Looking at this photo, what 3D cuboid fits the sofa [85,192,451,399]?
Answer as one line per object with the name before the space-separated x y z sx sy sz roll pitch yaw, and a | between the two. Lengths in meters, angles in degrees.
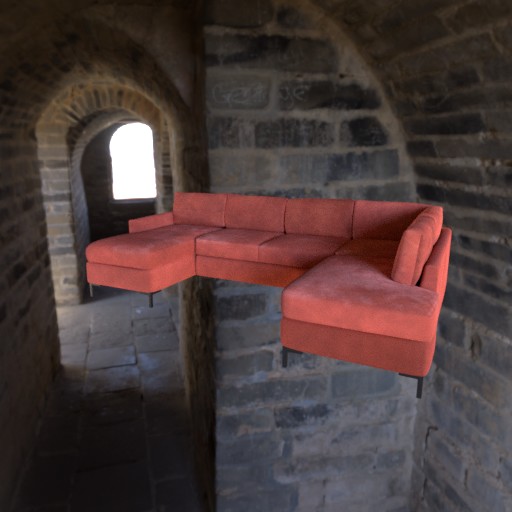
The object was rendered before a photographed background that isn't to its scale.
sofa | 0.000 0.000 3.729 2.971 0.858 1.981 7 15 26
